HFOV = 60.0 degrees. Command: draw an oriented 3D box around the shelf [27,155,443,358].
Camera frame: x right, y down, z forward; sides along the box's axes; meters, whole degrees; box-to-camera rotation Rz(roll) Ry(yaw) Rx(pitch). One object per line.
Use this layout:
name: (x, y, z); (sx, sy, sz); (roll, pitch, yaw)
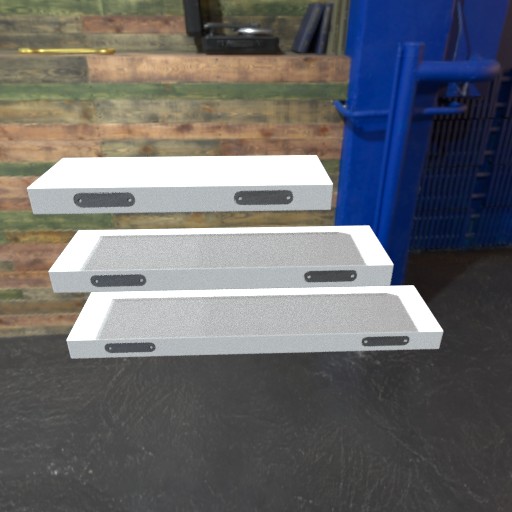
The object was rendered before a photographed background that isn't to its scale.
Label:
shelf: (0.000, 0.000, 0.725); (0.610, 0.293, 0.140); (-1, 29, -2)
